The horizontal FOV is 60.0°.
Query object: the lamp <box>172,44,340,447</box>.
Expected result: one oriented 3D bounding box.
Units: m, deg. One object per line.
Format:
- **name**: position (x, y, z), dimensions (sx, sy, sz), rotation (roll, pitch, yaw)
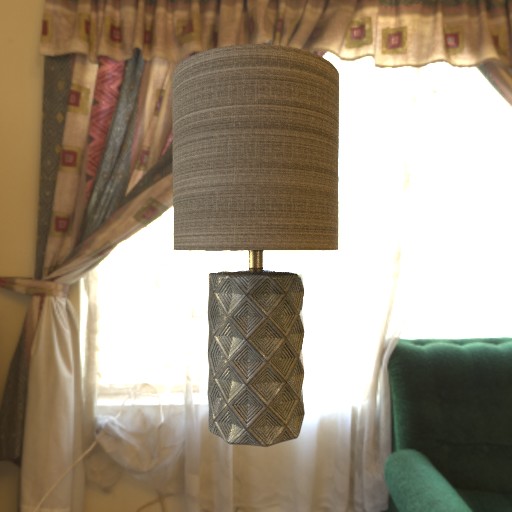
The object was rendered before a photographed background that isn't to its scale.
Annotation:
- **lamp**: position (0.000, 0.000, 0.726), dimensions (0.269, 0.566, 0.268), rotation (0, 0, -19)
